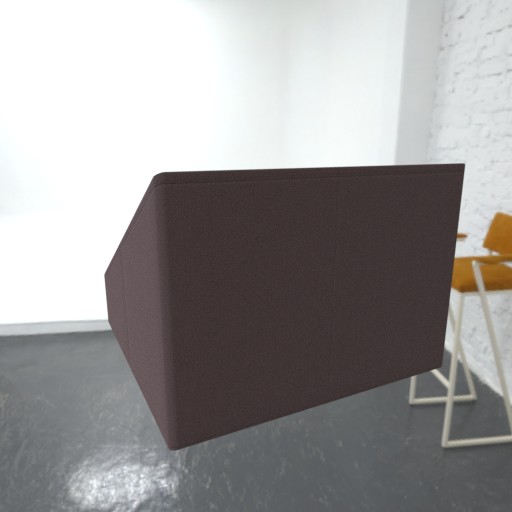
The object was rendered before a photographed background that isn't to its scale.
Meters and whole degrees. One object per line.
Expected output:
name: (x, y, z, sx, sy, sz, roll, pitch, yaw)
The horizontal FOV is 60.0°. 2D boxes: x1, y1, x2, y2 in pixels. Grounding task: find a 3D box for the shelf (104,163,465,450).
shelf: (0.000, 0.000, 0.497, 0.292, 0.210, 0.292, -7, 16, -26)
